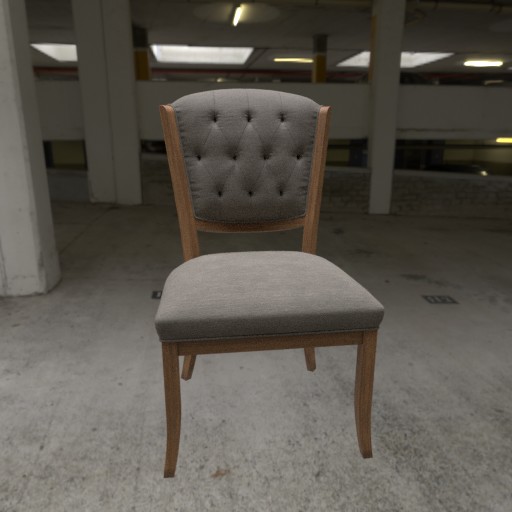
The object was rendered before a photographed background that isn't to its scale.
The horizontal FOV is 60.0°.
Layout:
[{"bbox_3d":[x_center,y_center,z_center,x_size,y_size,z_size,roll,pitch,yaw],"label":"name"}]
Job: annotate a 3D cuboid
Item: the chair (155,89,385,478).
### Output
[{"bbox_3d":[0.000,0.000,1.215,0.513,0.905,0.584,-2,16,-7],"label":"chair"}]
